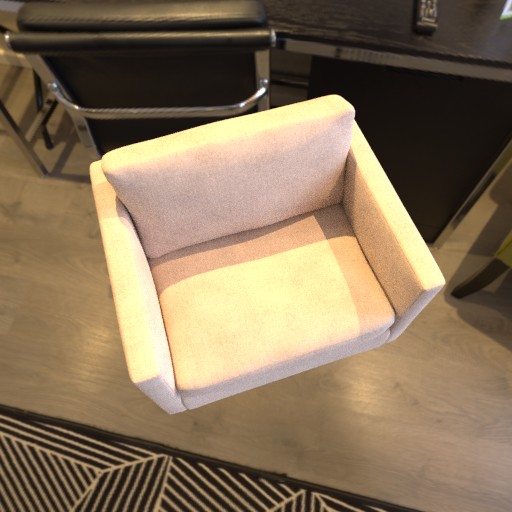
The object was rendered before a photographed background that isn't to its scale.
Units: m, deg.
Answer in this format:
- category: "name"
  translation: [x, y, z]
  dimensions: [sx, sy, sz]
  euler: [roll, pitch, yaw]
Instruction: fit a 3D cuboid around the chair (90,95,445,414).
- category: "chair"
  translation: [0.000, 0.000, 1.889]
  dimensions: [1.133, 0.961, 0.959]
  euler: [-16, 64, -8]
